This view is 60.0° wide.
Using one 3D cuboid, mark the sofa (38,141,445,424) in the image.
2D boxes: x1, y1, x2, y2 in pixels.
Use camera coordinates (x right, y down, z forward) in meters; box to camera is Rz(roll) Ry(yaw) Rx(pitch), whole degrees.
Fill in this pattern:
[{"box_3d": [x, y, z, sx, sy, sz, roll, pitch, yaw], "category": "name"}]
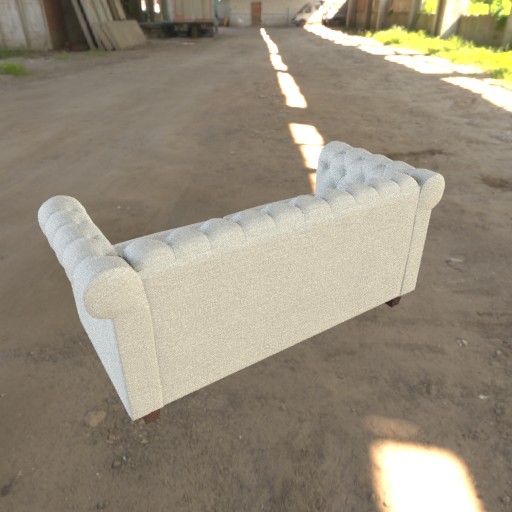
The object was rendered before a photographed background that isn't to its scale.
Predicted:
[{"box_3d": [0.000, 0.000, 2.239, 1.798, 0.797, 0.783, -18, 34, -29], "category": "sofa"}]
